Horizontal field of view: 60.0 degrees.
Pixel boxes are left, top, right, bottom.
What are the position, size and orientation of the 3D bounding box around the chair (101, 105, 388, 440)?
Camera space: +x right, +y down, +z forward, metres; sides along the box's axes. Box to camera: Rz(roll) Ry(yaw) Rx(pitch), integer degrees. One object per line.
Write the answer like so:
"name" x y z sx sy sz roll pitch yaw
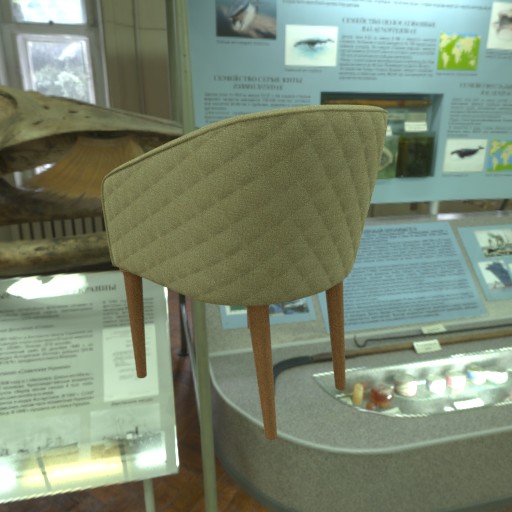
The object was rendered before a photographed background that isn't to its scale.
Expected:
"chair" 0.000 0.000 1.213 0.584 0.775 0.616 -17 24 -42
